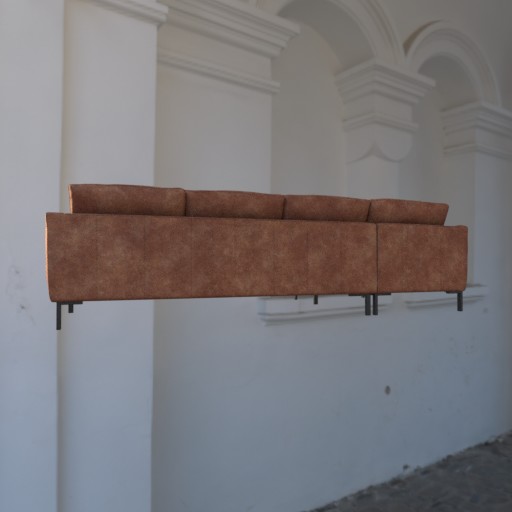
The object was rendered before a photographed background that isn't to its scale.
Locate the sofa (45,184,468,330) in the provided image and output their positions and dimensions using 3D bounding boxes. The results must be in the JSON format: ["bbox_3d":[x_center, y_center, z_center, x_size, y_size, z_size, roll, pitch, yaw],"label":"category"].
[{"bbox_3d":[0.000,0.000,3.624,2.993,0.859,1.471,0,-1,-19],"label":"sofa"}]
